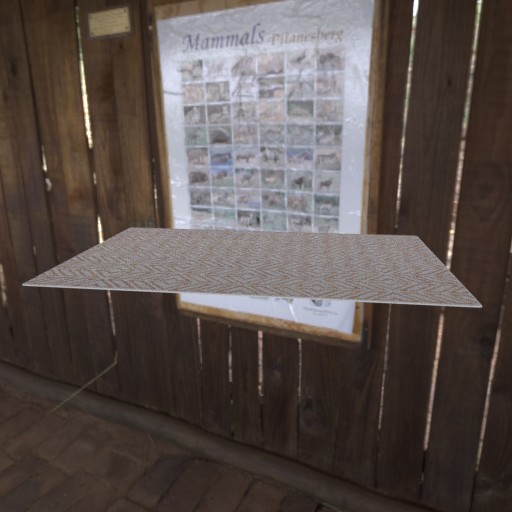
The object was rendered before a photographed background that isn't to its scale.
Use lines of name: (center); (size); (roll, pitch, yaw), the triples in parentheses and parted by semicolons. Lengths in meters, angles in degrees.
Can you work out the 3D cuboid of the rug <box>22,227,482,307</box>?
rug: (0.000, 0.000, 3.038); (2.438, 0.008, 1.523); (2, 16, 7)
